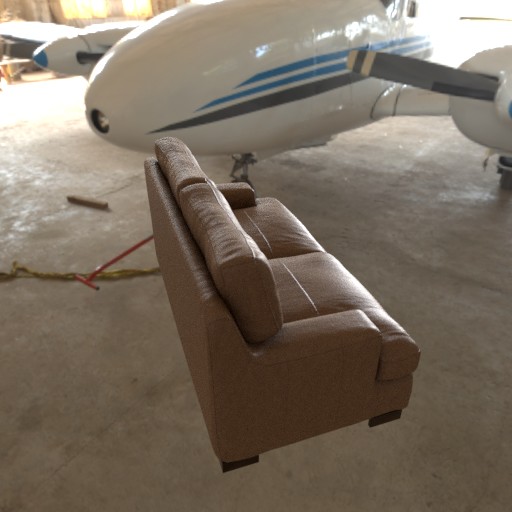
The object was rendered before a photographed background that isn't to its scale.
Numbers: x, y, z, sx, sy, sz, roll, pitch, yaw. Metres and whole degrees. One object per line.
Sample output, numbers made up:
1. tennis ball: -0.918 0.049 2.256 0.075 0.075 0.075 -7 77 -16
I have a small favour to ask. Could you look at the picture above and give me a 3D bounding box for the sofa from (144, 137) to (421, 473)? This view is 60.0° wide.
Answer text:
1. sofa: 0.000 0.000 2.486 0.962 0.980 1.855 -10 32 -16
